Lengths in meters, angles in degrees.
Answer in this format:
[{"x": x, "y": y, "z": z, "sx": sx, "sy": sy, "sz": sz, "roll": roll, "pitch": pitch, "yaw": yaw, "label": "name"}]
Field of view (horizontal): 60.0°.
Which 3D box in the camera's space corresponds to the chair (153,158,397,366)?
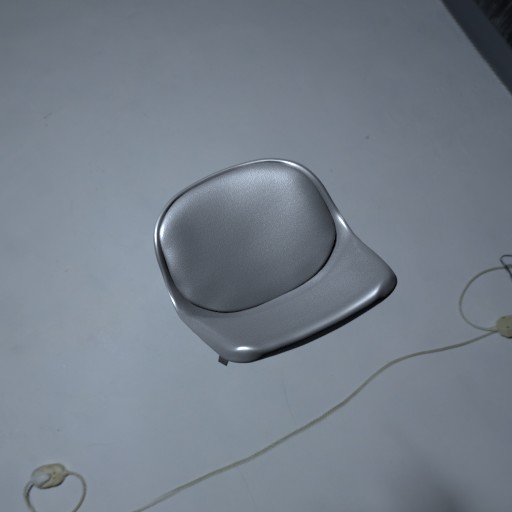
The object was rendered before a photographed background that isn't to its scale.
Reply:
[{"x": 0.000, "y": 0.000, "z": 1.176, "sx": 0.485, "sy": 0.850, "sz": 0.530, "roll": -24, "pitch": 77, "yaw": -6, "label": "chair"}]
